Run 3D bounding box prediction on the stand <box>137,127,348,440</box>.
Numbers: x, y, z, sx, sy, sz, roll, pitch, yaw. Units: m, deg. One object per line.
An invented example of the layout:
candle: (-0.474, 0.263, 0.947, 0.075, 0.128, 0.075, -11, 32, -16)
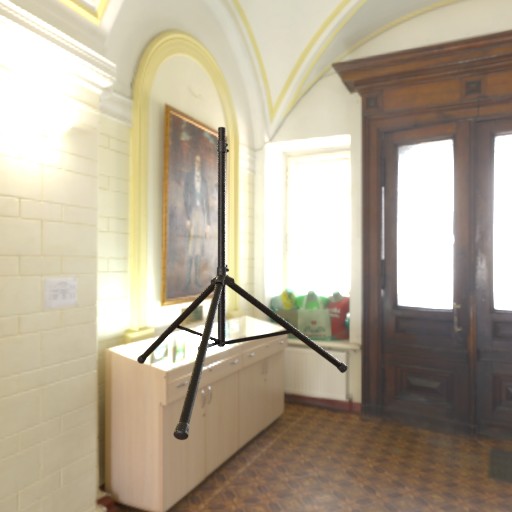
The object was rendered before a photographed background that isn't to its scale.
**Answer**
stand: (0.000, 0.000, 2.821, 1.339, 1.595, 1.596, 0, -1, -20)
